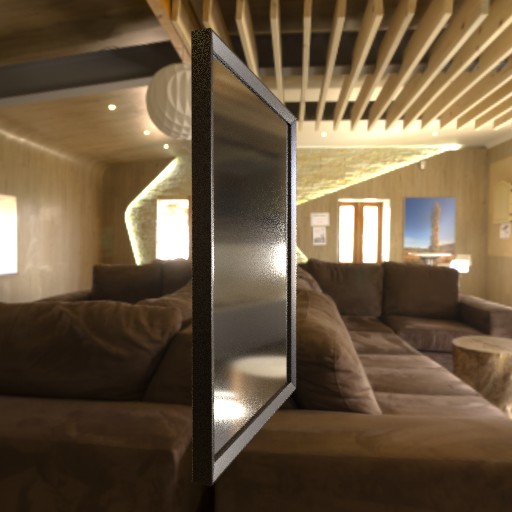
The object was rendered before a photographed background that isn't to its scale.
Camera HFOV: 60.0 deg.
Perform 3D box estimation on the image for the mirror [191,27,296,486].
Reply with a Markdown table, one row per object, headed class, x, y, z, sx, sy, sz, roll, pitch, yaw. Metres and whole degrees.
| class | x | y | z | sx | sy | sz | roll | pitch | yaw |
| --- | --- | --- | --- | --- | --- | --- | --- | --- | --- |
| mirror | 0.000 | 0.000 | 0.930 | 0.039 | 0.710 | 0.507 | 0 | 1 | 20 |
